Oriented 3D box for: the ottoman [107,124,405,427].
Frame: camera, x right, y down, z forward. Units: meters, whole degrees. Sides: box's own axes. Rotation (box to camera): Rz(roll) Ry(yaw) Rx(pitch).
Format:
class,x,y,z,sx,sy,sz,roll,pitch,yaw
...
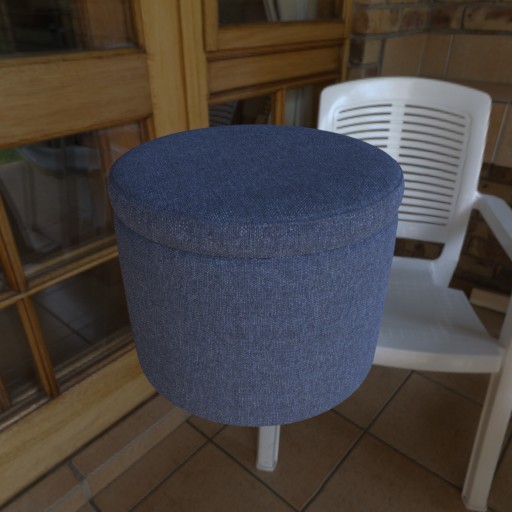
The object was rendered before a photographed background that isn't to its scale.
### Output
class,x,y,z,sx,sy,sz,roll,pitch,yaw
ottoman,0.000,0.000,0.891,0.520,0.430,0.520,0,30,0
